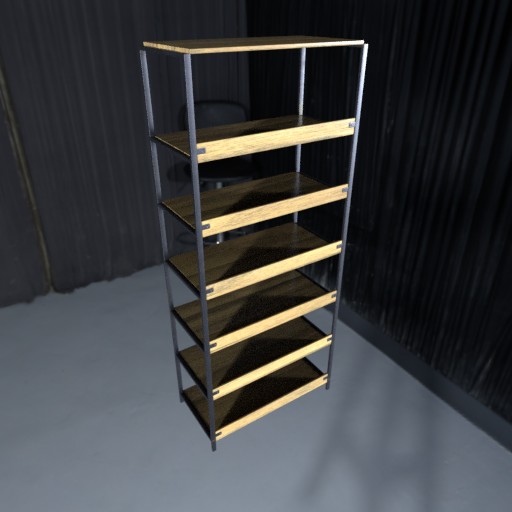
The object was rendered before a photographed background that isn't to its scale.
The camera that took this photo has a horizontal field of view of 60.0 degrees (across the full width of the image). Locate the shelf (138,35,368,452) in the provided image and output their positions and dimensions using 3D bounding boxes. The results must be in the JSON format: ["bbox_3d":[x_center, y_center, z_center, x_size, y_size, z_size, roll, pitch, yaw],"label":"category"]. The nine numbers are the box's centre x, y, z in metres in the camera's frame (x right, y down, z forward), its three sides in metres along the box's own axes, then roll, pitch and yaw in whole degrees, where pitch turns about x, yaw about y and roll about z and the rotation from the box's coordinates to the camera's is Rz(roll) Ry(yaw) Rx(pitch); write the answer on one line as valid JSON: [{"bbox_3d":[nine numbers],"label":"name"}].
[{"bbox_3d":[0.000,0.000,2.306,0.847,2.015,0.431,-18,34,-29],"label":"shelf"}]
